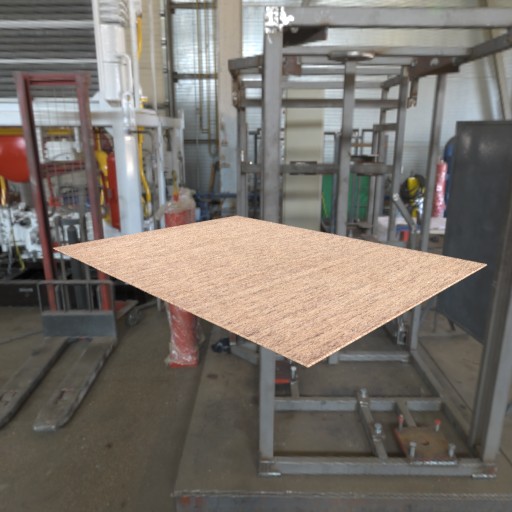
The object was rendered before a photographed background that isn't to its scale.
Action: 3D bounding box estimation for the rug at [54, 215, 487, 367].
[{"bbox_3d":[0.000,0.000,4.098,2.448,0.013,3.205,-15,22,-43],"label":"rug"}]
